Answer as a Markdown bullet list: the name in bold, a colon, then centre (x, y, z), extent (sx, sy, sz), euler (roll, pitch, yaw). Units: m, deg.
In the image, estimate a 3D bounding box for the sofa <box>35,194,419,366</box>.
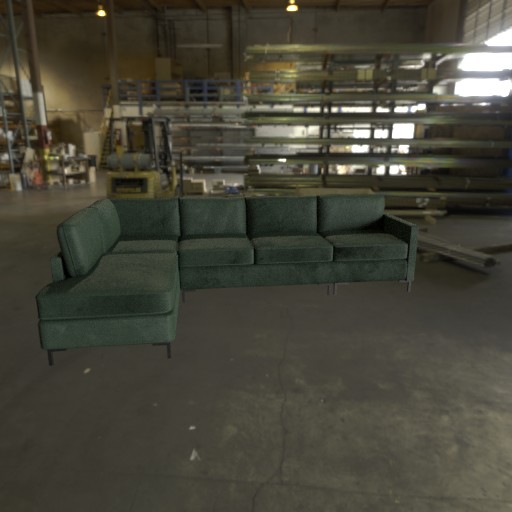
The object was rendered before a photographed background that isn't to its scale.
- **sofa**: centre (0.000, 0.000, 4.248), extent (3.384, 0.996, 2.048), euler (-2, 15, -7)
